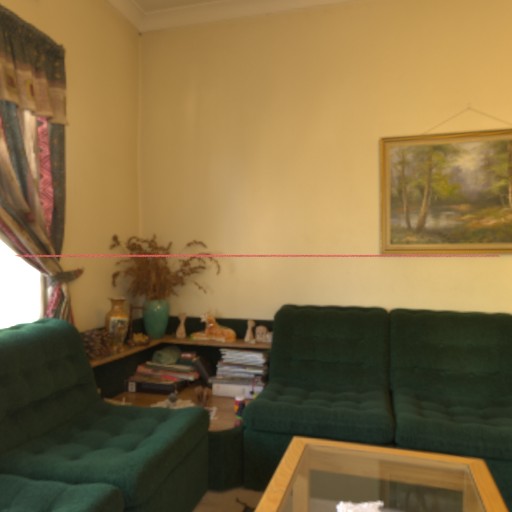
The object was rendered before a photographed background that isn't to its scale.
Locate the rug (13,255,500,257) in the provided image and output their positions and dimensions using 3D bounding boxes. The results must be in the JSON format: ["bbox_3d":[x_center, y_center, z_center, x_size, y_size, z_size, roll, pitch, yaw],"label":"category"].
[{"bbox_3d":[0.000,0.000,2.969,2.423,0.010,1.534,0,0,-1],"label":"rug"}]
